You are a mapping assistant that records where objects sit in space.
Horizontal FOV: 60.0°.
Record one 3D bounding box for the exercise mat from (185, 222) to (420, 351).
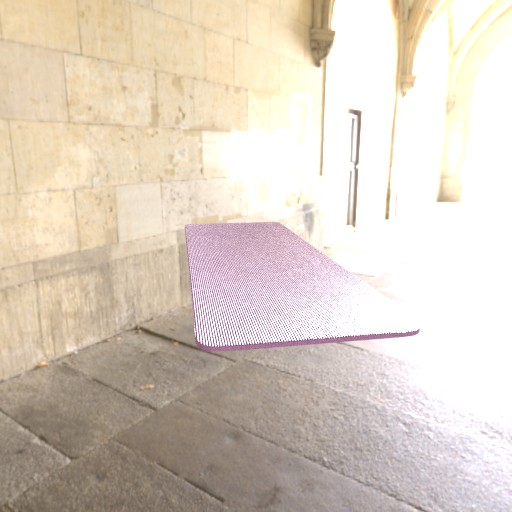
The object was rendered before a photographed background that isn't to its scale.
[{"bbox_3d":[0.000,0.000,2.019,0.616,0.021,1.869,-2,14,-9],"label":"exercise mat"}]
